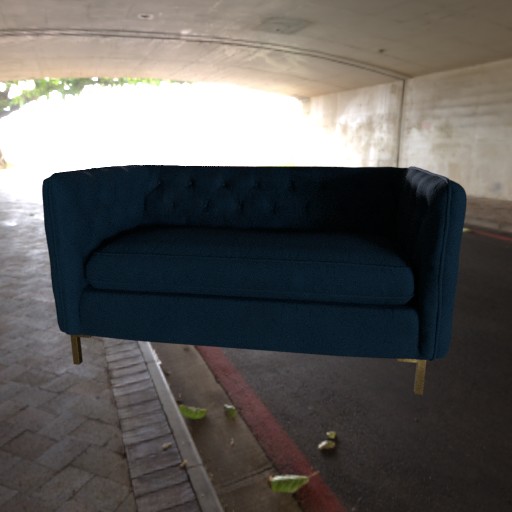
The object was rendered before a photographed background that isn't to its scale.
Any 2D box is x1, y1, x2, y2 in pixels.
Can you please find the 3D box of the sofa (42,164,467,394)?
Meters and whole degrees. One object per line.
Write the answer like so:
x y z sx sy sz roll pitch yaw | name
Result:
0.000 0.000 2.070 1.583 0.810 0.909 2 15 9 | sofa
